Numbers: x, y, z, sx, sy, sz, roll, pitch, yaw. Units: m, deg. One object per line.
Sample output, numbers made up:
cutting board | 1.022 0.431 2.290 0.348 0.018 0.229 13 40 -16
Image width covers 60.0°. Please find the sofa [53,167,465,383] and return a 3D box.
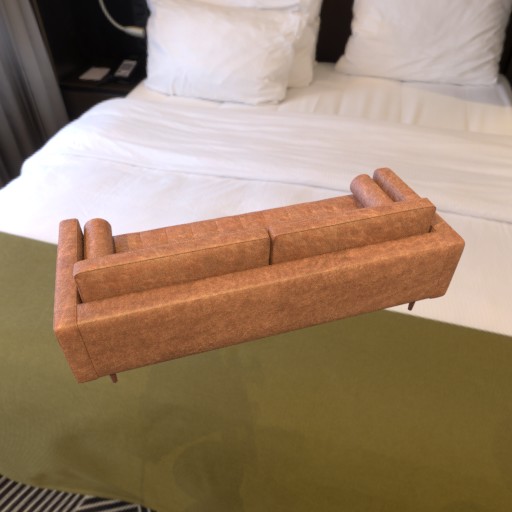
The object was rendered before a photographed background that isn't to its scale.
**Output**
sofa | 0.000 0.000 2.690 2.210 0.762 0.914 -11 43 -12
